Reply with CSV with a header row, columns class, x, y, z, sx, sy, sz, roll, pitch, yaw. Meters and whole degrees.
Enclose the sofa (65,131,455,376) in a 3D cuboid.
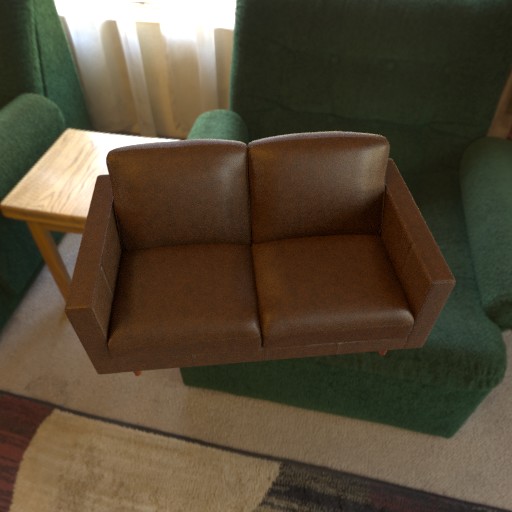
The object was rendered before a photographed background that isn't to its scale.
class,x,y,z,sx,sy,sz,roll,pitch,yaw
sofa,0.000,0.000,2.198,1.578,0.951,0.909,-4,47,-4
